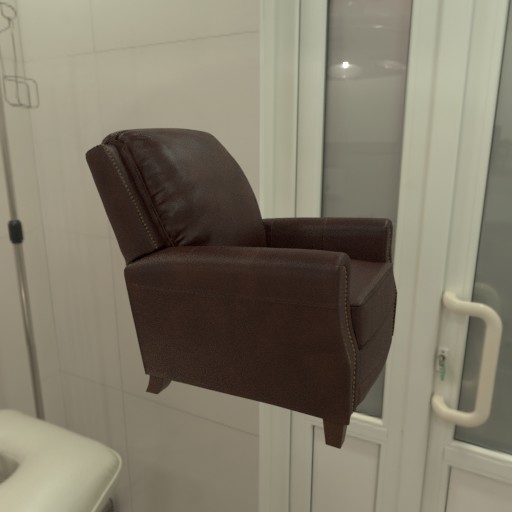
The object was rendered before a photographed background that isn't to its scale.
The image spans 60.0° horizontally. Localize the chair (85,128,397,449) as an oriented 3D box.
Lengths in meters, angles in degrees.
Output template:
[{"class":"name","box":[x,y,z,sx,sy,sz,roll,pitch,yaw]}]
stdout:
[{"class":"chair","box":[0.000,0.000,1.819,1.089,1.022,0.826,7,16,26]}]
